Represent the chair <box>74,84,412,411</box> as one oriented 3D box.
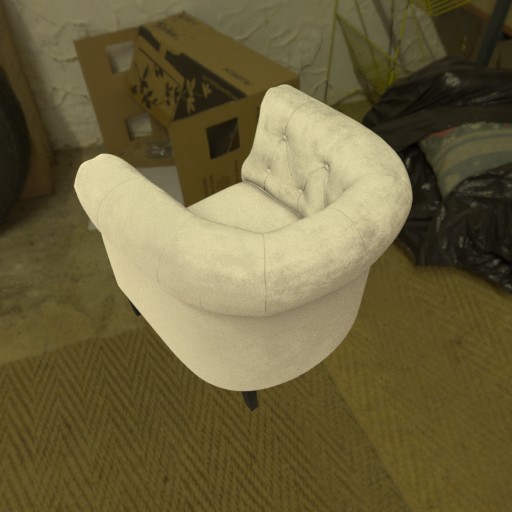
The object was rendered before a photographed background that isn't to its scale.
[{"bbox_3d":[0.000,0.000,1.566,0.904,0.826,0.851,-31,53,-27],"label":"chair"}]
